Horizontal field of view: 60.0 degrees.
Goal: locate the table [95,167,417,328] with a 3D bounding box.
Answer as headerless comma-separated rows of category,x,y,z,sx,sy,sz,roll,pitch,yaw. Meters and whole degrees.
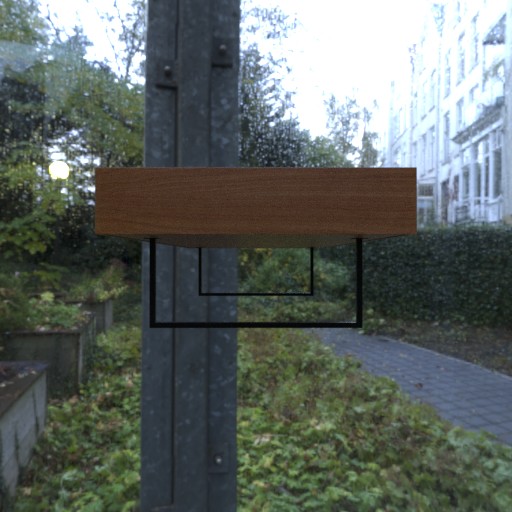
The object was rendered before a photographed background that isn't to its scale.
table,0.000,0.000,1.436,0.610,0.330,1.194,0,0,0
